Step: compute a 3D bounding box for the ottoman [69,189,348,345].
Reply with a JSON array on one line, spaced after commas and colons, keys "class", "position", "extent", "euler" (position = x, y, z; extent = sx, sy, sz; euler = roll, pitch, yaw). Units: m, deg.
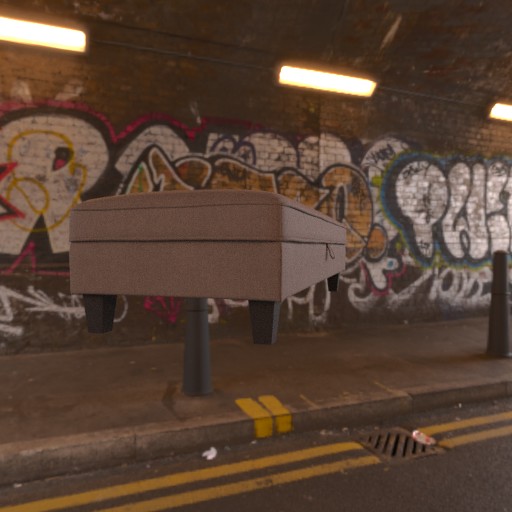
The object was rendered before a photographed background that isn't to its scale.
[{"class": "ottoman", "position": [0.000, 0.000, 2.124], "extent": [0.751, 0.470, 1.764], "euler": [0, 1, 17]}]
